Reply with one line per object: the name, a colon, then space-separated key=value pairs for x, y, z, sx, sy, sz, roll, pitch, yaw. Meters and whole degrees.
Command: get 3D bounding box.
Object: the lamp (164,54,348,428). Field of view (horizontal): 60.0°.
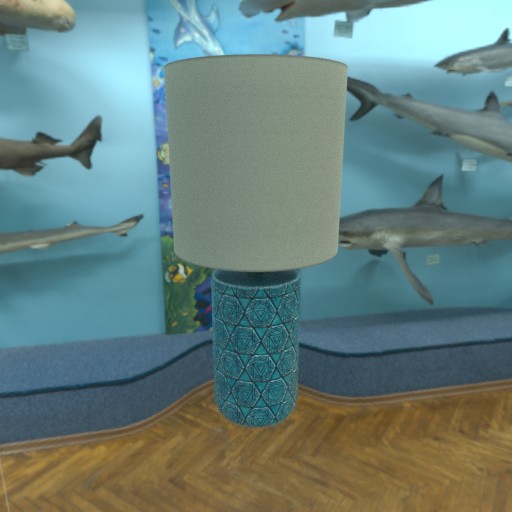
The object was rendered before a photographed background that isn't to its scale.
lamp: x=0.000 y=0.000 z=0.764 sx=0.278 sy=0.597 sz=0.278 roll=-3 pitch=16 yaw=-9
